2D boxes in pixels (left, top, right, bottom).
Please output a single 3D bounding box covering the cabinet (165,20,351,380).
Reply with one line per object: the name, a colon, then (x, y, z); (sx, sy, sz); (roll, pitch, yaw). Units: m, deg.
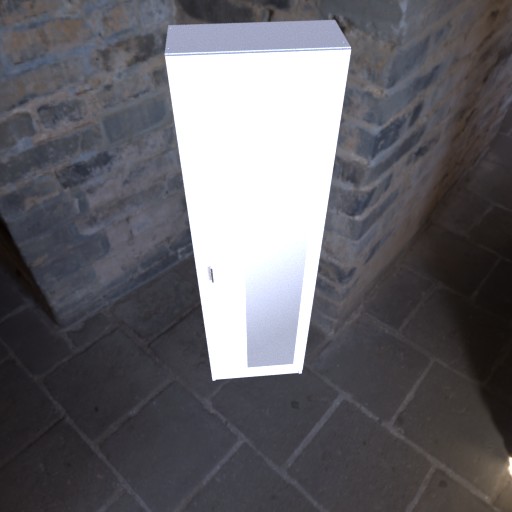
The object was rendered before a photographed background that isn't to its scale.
cabinet: (0.000, 0.000, 1.897); (0.500, 1.790, 0.230); (-4, 47, -3)
